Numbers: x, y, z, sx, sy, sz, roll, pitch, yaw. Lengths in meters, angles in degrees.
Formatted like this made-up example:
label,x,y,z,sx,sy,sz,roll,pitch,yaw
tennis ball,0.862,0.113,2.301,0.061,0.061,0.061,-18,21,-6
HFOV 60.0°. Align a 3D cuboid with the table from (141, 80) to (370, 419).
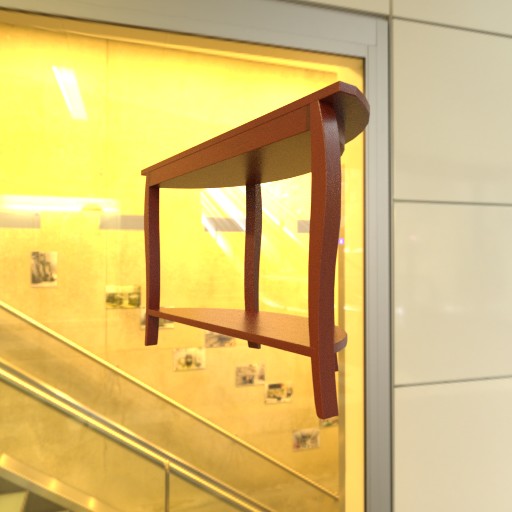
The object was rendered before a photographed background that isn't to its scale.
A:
label,x,y,z,sx,sy,sz,roll,pitch,yaw
table,0.000,0.000,1.608,0.405,0.779,1.219,0,-1,-35
